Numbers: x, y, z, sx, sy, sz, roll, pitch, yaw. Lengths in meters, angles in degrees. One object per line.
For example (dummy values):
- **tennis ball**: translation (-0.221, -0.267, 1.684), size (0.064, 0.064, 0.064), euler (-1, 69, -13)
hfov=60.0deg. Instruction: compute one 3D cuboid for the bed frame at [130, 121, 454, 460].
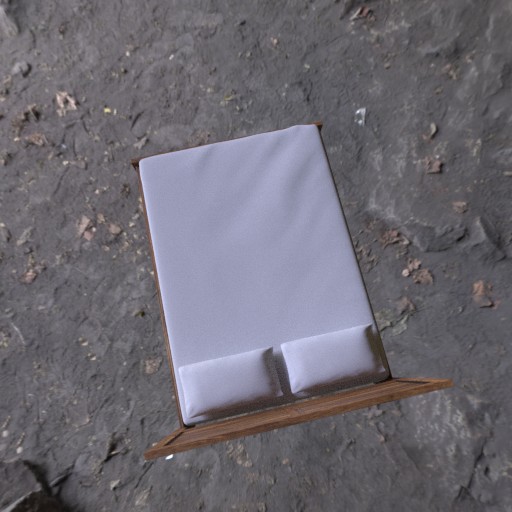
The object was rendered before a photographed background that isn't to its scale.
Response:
- **bed frame**: translation (0.000, 0.000, 3.328), size (1.696, 1.417, 2.276), euler (-12, 75, -3)
